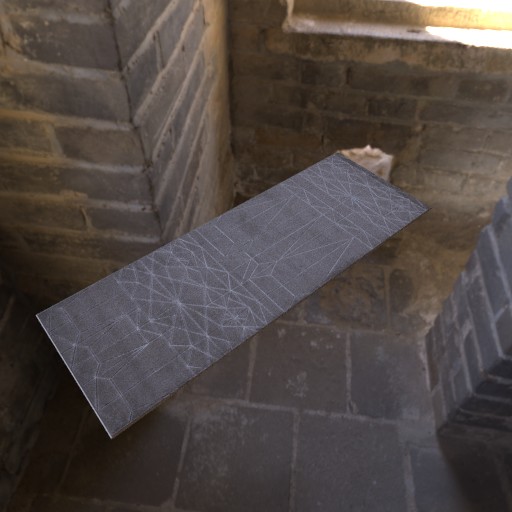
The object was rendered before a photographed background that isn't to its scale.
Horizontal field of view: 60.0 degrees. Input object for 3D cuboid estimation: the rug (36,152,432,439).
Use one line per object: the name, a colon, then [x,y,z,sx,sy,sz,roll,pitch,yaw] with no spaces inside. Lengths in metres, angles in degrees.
rug: [0.000,0.000,2.700,2.388,0.012,0.864,-32,55,-26]
